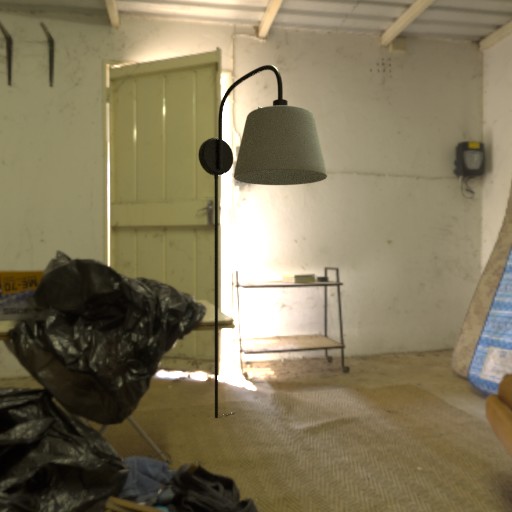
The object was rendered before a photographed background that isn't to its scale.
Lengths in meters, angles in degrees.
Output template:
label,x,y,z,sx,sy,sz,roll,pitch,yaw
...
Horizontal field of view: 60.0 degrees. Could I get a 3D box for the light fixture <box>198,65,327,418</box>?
label,x,y,z,sx,sy,sz,roll,pitch,yaw
light fixture,0.000,0.000,0.474,0.092,0.399,0.176,0,0,-35
